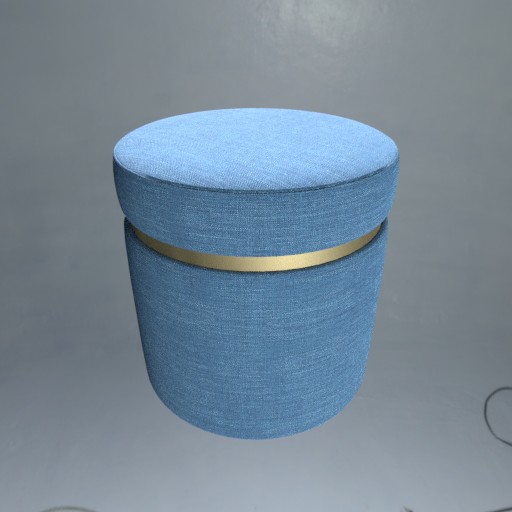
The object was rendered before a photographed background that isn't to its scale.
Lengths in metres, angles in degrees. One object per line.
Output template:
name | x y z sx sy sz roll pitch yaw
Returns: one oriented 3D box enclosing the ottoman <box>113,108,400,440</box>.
ottoman | 0.000 0.000 0.720 0.398 0.406 0.398 0 30 0
